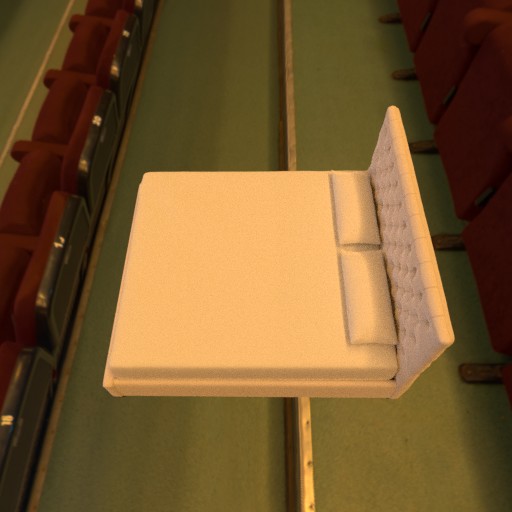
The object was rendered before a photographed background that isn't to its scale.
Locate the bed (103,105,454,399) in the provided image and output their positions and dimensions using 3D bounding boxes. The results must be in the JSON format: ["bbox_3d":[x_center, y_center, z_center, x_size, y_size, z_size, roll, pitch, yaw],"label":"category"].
[{"bbox_3d":[0.000,0.000,3.722,2.387,1.427,2.078,0,58,0],"label":"bed"}]
